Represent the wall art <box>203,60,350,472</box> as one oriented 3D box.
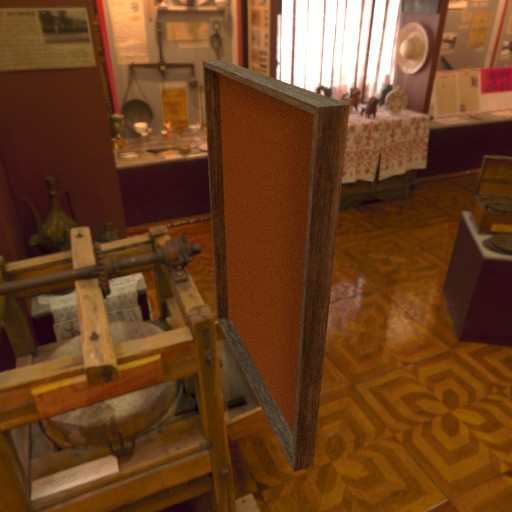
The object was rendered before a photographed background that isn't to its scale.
[{"bbox_3d":[0.000,0.000,1.342,0.063,1.016,0.762,-11,32,-18],"label":"wall art"}]
